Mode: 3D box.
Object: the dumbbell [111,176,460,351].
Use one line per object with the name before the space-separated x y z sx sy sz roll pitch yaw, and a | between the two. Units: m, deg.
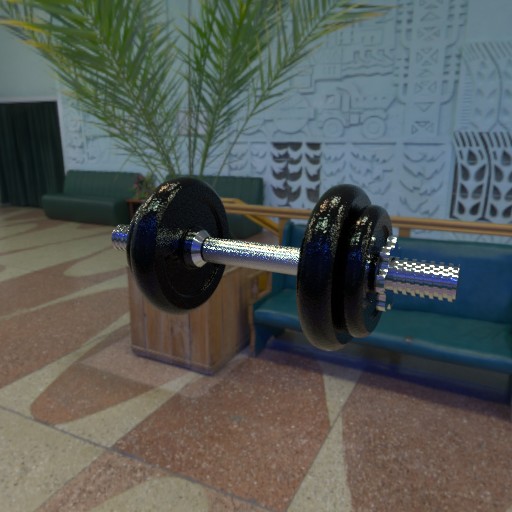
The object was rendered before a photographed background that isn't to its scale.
dumbbell | 0.000 0.000 0.593 0.497 0.202 0.202 8 17 28
